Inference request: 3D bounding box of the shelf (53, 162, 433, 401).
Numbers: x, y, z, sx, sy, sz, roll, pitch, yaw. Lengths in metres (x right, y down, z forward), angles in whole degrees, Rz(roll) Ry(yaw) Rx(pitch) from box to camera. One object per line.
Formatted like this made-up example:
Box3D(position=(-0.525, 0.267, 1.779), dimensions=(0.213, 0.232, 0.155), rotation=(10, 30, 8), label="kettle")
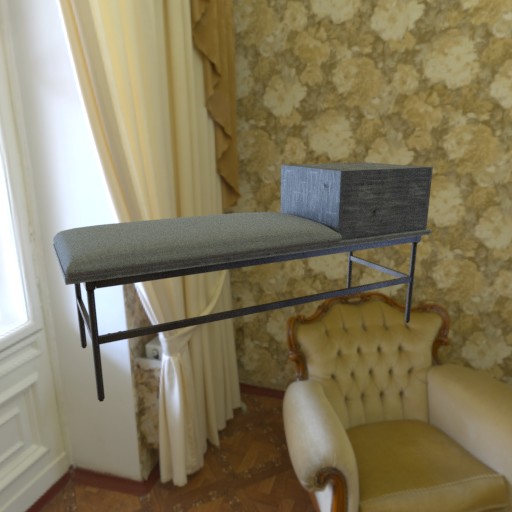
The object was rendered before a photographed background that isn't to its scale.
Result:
Box3D(position=(0.000, 0.000, 1.652), dimensions=(1.342, 0.633, 0.457), rotation=(-8, 17, -27), label="shelf")
